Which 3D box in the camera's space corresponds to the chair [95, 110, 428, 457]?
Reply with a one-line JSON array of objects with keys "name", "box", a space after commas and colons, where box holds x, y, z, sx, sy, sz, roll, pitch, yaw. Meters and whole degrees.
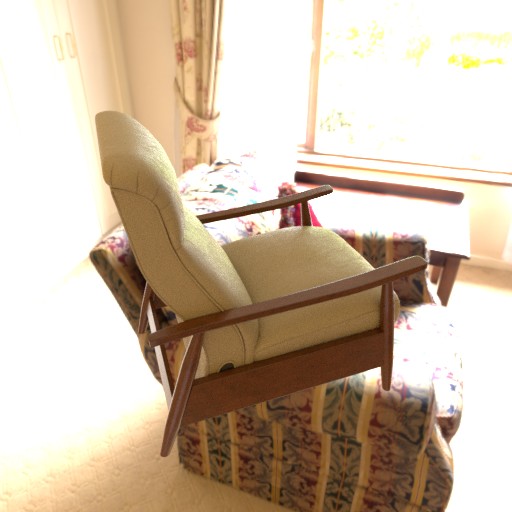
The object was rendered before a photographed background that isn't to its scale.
[{"name": "chair", "box": [0.000, 0.000, 1.745, 1.014, 1.082, 0.762, -10, 33, -16]}]
